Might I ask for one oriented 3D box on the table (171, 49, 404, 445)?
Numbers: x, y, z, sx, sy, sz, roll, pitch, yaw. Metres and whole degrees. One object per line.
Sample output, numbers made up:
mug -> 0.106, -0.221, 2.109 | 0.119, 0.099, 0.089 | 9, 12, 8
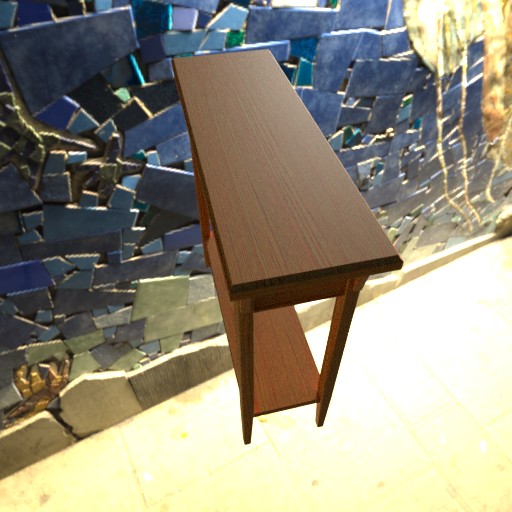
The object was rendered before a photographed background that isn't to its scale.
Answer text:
table -> 0.000, 0.000, 1.121 | 0.254, 0.711, 0.762 | -10, 47, -9
